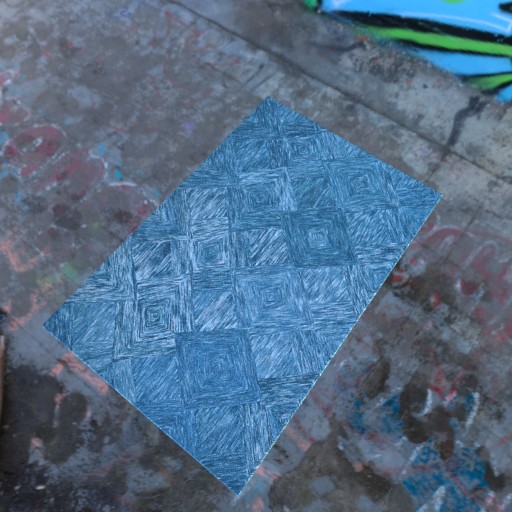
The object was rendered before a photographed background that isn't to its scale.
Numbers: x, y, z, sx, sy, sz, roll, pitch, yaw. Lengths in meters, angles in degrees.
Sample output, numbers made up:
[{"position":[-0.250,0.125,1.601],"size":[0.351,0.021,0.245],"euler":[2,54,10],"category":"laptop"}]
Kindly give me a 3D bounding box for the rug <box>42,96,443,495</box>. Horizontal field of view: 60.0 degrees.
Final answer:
[{"position":[0.000,0.000,2.843],"size":[1.490,0.015,2.277],"euler":[34,70,15],"category":"rug"}]
